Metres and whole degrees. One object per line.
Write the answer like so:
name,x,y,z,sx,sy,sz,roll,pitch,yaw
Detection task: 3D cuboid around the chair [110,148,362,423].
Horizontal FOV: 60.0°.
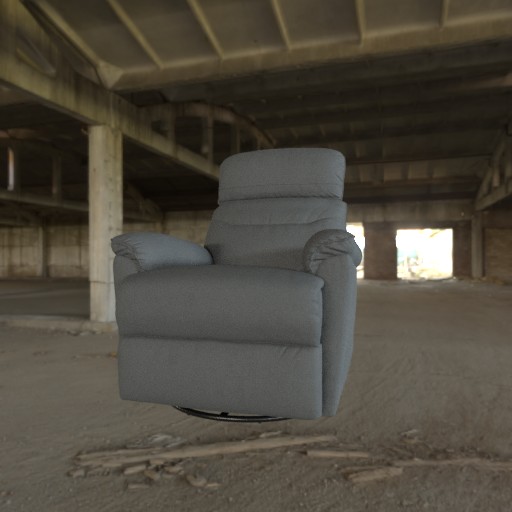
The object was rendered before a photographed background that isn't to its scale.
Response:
chair,0.000,0.000,1.749,0.820,1.037,1.004,0,0,17
